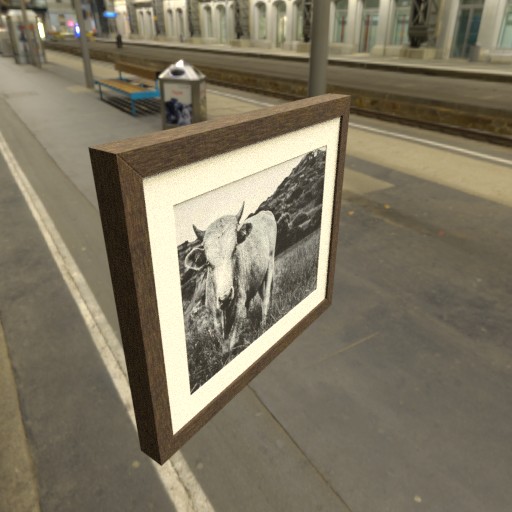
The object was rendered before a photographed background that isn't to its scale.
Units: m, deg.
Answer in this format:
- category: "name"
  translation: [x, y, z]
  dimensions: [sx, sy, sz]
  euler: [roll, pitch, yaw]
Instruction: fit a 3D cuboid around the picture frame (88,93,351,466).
- category: "picture frame"
  translation: [0.000, 0.000, 0.534]
  dimensions: [0.033, 0.330, 0.378]
  euler: [19, 33, 32]
